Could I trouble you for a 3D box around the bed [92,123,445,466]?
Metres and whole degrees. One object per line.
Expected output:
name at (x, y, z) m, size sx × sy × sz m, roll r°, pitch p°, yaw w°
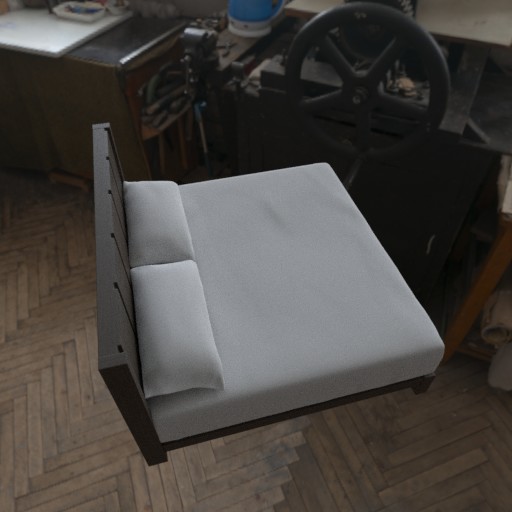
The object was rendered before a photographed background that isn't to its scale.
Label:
bed at (0.000, 0.000, 3.307) m, size 2.012 × 1.270 × 2.134 m, roll -11°, pitch 48°, yaw -10°
